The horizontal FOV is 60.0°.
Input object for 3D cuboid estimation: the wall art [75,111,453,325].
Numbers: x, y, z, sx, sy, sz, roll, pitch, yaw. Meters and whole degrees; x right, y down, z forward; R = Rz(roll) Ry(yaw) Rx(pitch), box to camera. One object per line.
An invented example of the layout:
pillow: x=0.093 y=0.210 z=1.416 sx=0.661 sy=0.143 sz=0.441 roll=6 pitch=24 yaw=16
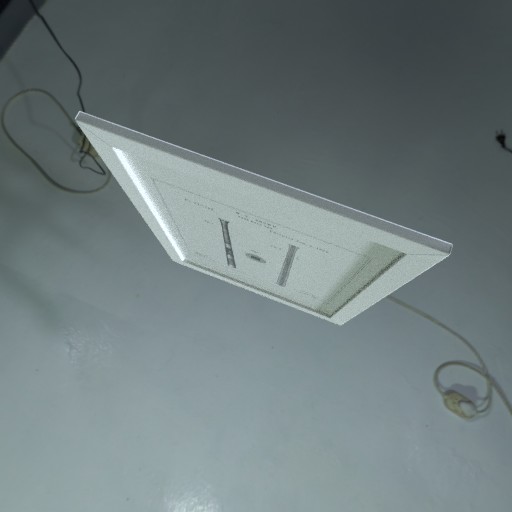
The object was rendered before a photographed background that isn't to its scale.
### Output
wall art: x=0.000 y=0.000 z=0.667 sx=0.374 sy=0.529 sz=0.012 roll=21 pitch=75 yaw=6
